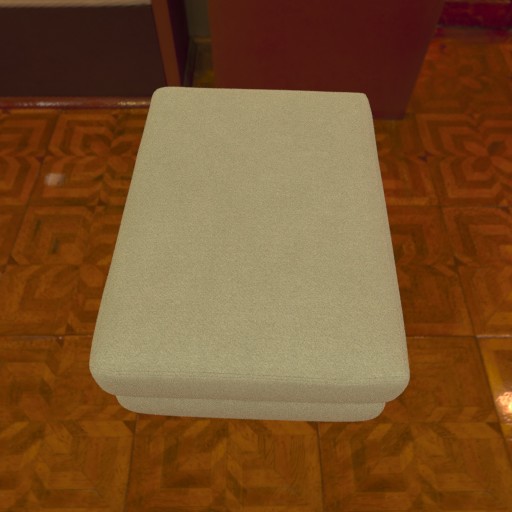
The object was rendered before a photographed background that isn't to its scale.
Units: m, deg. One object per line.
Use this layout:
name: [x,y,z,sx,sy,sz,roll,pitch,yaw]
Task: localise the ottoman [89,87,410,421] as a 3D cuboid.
ottoman: [0.000,0.000,1.105,0.569,0.499,0.773,2,58,1]
